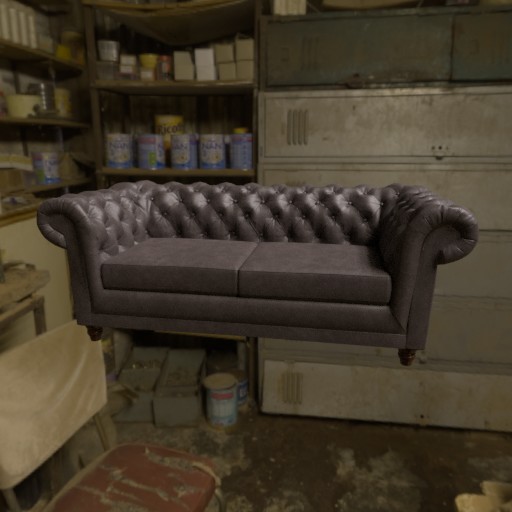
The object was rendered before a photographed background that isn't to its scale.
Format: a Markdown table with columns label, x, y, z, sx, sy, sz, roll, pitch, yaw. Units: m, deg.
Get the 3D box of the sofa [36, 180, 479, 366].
| label | x | y | z | sx | sy | sz | roll | pitch | yaw |
| --- | --- | --- | --- | --- | --- | --- | --- | --- | --- |
| sofa | 0.000 | 0.000 | 2.494 | 2.048 | 0.779 | 0.944 | 2 | 14 | 10 |
